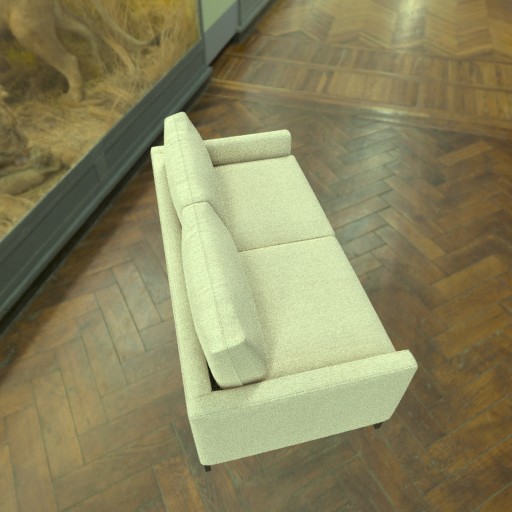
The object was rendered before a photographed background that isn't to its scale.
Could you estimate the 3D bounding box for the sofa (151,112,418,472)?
[{"bbox_3d":[0.000,0.000,2.149,0.839,0.812,1.651,-10,47,-9],"label":"sofa"}]
